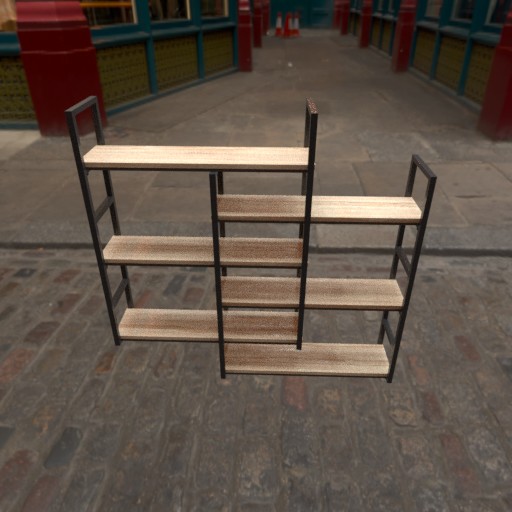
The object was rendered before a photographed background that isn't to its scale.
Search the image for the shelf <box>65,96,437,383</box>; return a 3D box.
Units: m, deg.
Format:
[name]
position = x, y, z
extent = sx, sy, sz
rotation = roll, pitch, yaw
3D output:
[shelf]
position = 0.000, 0.000, 1.392
extent = 0.946, 0.921, 0.183
rotation = 1, 31, 2
